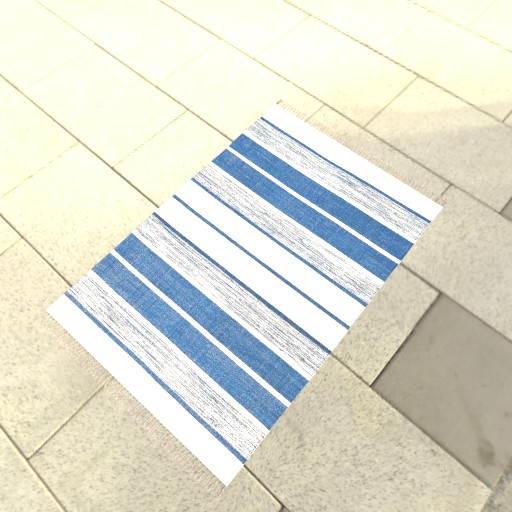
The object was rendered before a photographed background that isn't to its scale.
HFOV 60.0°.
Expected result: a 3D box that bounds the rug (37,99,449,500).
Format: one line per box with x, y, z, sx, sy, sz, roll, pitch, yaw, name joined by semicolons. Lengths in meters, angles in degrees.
0.000;0.000;2.951;1.532;0.010;2.441;37;69;17;rug
